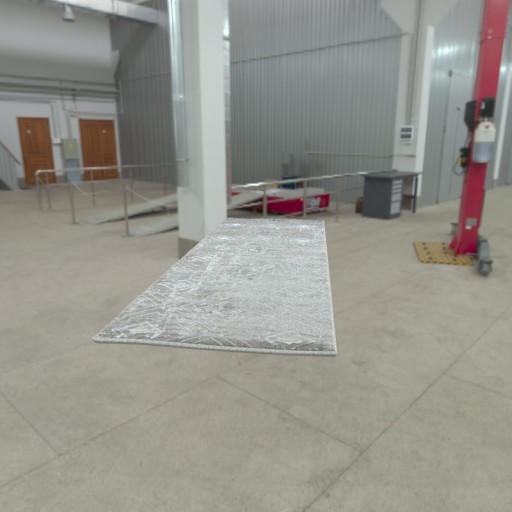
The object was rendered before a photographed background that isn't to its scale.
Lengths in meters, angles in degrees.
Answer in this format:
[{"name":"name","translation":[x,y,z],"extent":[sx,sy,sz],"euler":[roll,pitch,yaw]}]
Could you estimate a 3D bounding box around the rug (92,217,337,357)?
[{"name":"rug","translation":[0.000,0.000,2.601],"extent":[0.832,0.035,2.381],"euler":[2,15,7]}]
